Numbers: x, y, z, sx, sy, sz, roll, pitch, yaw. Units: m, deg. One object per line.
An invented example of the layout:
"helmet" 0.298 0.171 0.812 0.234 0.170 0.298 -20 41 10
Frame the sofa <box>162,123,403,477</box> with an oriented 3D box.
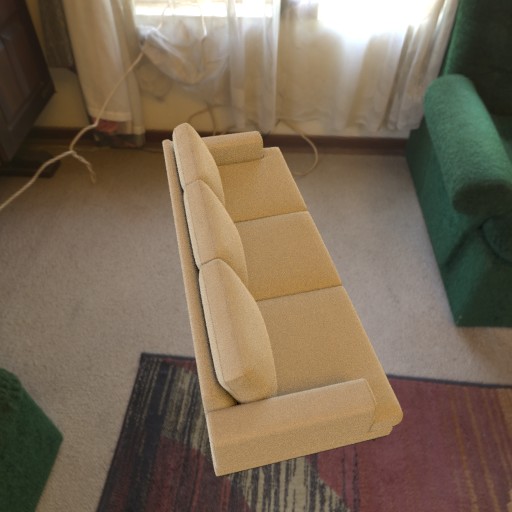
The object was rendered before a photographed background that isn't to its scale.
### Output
"sofa" 0.000 0.000 2.762 0.920 0.810 2.310 -10 48 -9
